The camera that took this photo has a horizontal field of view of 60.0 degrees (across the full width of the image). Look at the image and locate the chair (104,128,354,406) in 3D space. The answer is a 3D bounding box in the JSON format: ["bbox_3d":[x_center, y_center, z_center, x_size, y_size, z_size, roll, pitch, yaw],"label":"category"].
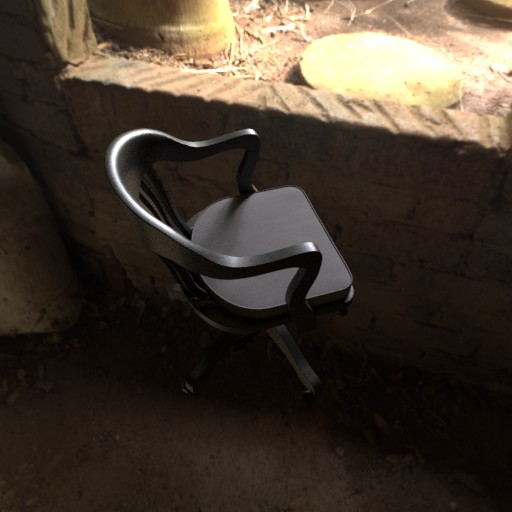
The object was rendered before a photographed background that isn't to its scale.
[{"bbox_3d":[0.000,0.000,1.496,0.788,0.878,0.750,-12,48,-11],"label":"chair"}]
